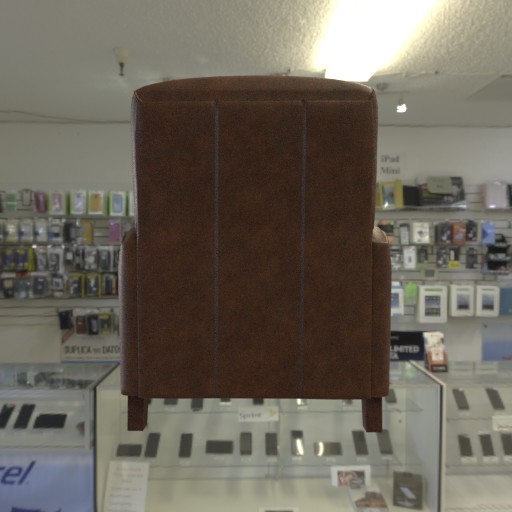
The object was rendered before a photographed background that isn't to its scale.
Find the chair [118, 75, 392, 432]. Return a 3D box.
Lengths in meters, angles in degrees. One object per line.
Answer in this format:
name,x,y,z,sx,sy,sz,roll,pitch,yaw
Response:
chair,0.000,0.000,1.609,0.839,1.010,0.850,0,1,1
